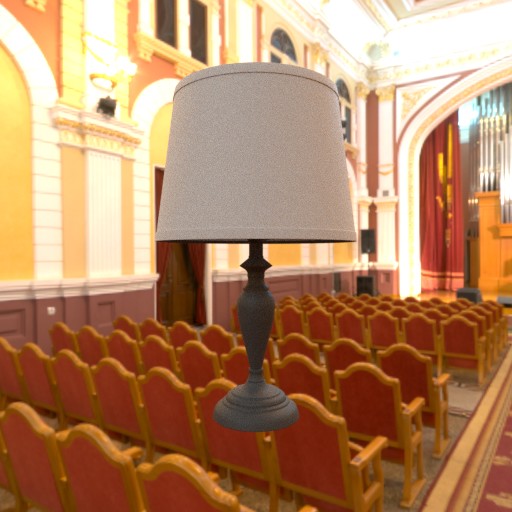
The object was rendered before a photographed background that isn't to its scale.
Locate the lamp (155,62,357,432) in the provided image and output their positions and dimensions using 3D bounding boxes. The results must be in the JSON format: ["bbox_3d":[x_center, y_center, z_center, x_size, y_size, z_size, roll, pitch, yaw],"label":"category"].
[{"bbox_3d":[0.000,0.000,0.697,0.310,0.501,0.310,0,0,0],"label":"lamp"}]
